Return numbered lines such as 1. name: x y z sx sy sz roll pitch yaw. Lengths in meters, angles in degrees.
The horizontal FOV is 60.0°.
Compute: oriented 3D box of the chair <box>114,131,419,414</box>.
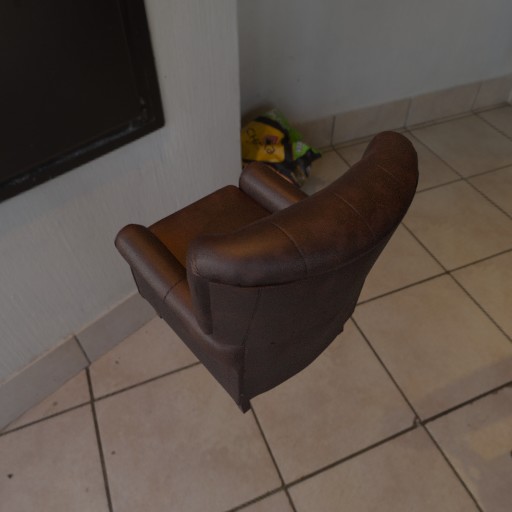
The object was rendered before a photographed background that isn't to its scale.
1. chair: 0.000 0.000 1.902 0.948 1.158 1.058 -33 55 -27
